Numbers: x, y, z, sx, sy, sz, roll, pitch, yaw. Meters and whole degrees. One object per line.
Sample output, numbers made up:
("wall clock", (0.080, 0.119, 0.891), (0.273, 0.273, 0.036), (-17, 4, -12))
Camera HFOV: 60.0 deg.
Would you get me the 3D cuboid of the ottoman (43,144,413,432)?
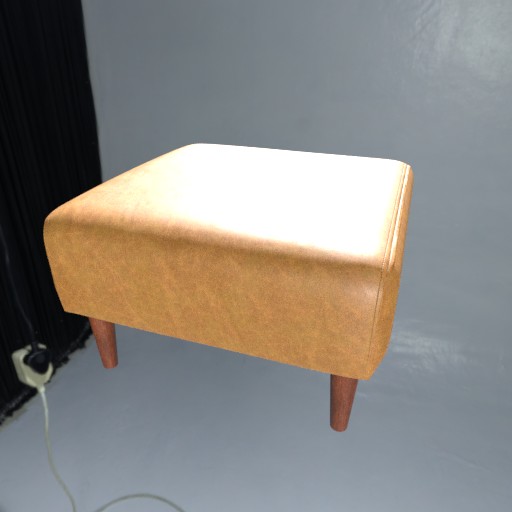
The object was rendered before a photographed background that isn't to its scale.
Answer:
("ottoman", (0.000, 0.000, 1.049), (0.650, 0.399, 0.650), (9, 29, 17))
